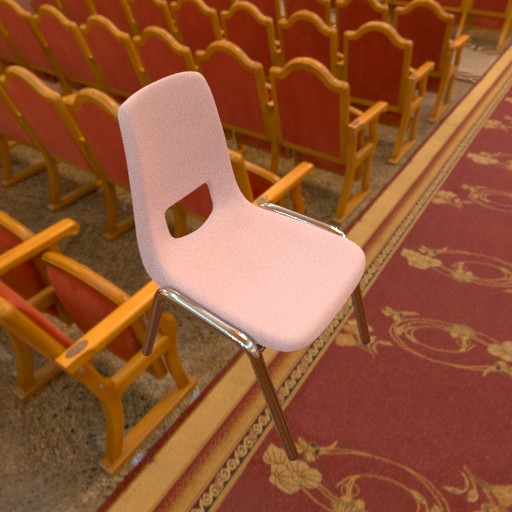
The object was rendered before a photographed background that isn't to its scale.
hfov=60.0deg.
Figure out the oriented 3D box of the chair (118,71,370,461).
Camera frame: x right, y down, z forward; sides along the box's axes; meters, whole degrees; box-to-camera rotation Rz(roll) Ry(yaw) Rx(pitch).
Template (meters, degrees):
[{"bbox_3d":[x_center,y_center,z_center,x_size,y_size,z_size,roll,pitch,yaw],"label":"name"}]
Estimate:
[{"bbox_3d":[0.000,0.000,0.843,0.423,0.586,0.354,25,47,25],"label":"chair"}]
